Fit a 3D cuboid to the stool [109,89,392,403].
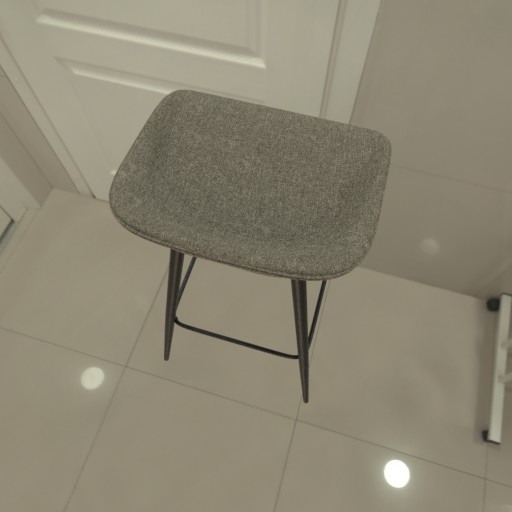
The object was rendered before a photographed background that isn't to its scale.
[{"bbox_3d":[0.000,0.000,1.108,0.469,0.814,0.480,15,64,7],"label":"stool"}]
